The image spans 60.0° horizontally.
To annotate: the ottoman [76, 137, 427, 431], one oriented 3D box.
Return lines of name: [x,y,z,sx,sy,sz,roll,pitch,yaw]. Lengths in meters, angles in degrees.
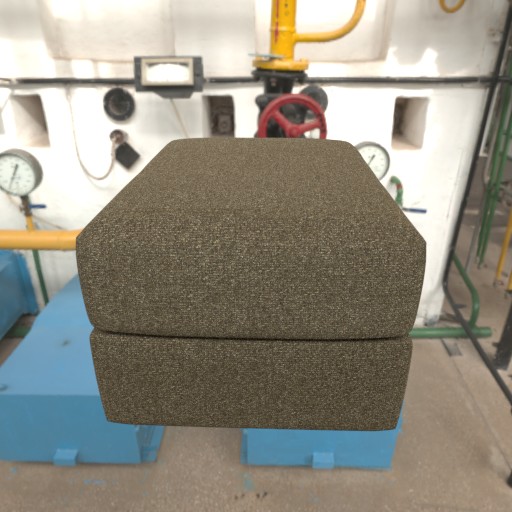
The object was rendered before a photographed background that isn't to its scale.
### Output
ottoman: [0.000,0.000,1.102,0.598,0.476,0.742,1,26,2]
